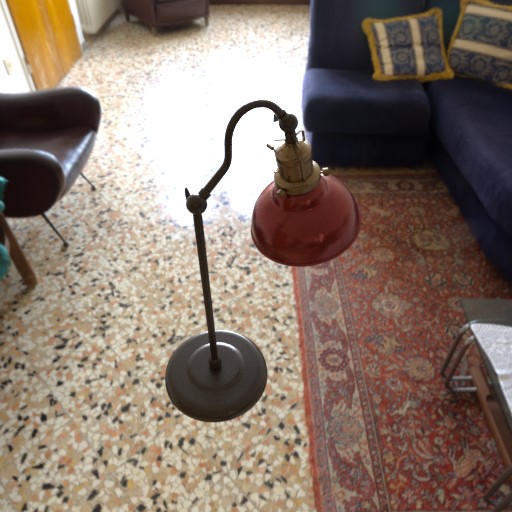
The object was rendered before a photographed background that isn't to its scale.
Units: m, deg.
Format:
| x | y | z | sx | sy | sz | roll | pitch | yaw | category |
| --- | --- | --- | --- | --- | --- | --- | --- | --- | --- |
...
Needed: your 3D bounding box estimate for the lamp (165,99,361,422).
| x | y | z | sx | sy | sz | roll | pitch | yaw | category |
| --- | --- | --- | --- | --- | --- | --- | --- | --- | --- |
| 0.000 | 0.000 | 0.703 | 0.374 | 0.508 | 0.192 | -26 | 48 | -25 | lamp |
